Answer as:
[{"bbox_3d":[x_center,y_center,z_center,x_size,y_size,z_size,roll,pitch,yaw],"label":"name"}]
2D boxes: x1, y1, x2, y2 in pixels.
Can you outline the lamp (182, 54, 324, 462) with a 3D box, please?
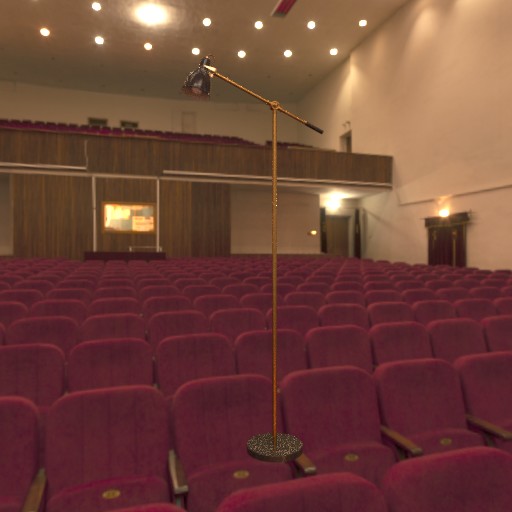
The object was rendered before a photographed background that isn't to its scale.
[{"bbox_3d":[0.000,0.000,1.845,0.618,1.628,0.235,0,-1,-17],"label":"lamp"}]
